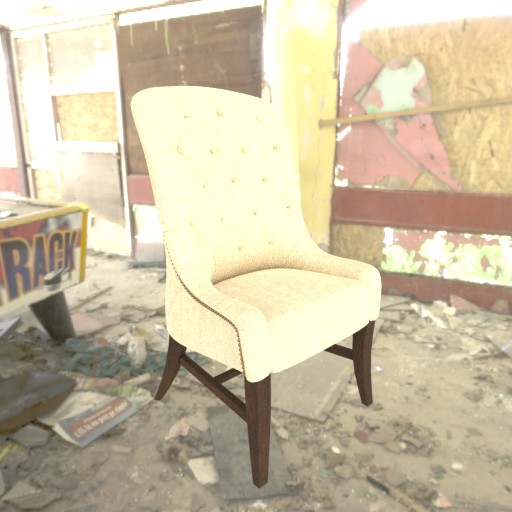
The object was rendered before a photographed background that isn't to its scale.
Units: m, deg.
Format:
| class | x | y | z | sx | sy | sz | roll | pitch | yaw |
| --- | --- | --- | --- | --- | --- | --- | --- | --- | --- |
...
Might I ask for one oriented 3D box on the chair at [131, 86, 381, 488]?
| class | x | y | z | sx | sy | sz | roll | pitch | yaw |
| --- | --- | --- | --- | --- | --- | --- | --- | --- | --- |
| chair | 0.000 | 0.000 | 1.476 | 0.634 | 1.091 | 0.629 | -15 | 21 | -42 |
